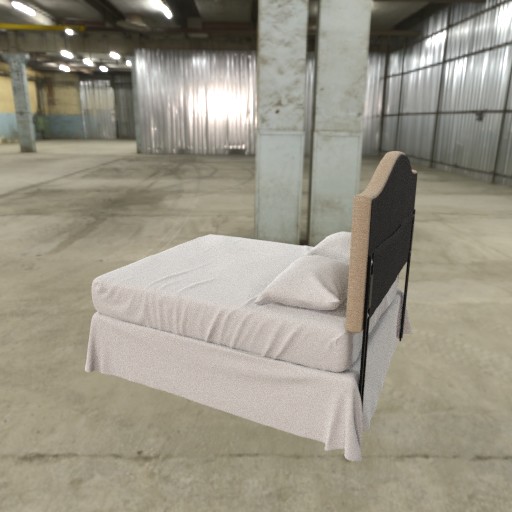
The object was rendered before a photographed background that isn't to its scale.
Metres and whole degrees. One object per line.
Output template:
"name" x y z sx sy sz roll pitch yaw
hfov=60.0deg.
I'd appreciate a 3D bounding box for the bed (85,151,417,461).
"bed" 0.000 0.000 3.468 2.221 1.645 1.876 8 18 26
